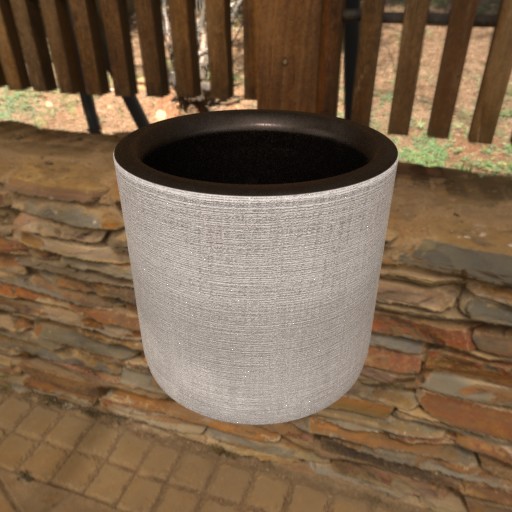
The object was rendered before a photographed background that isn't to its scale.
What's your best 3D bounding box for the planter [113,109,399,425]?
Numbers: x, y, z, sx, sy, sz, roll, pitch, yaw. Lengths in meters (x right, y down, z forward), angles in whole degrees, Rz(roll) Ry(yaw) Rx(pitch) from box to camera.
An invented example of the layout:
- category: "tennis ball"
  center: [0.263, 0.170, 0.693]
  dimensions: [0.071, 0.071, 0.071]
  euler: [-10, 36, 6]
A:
- category: "planter"
  center: [0.000, 0.000, 0.292]
  dimensions: [0.160, 0.156, 0.160]
  euler: [0, 31, 0]
